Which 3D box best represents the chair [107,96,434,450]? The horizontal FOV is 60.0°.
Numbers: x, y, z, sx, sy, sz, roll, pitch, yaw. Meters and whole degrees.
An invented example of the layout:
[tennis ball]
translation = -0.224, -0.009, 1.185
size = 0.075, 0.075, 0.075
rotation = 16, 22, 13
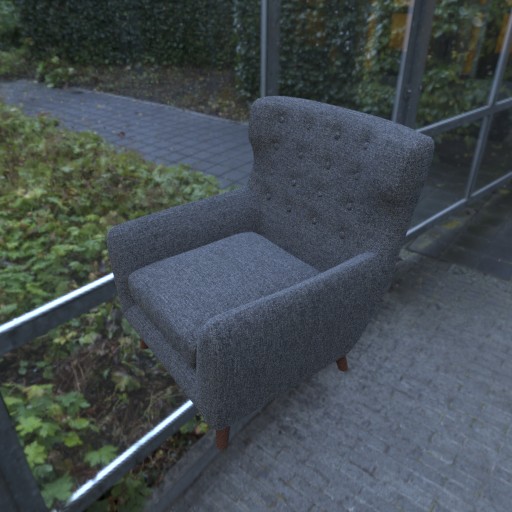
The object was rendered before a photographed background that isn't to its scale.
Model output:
[chair]
translation = 0.000, 0.000, 1.782
size = 0.940, 1.039, 0.889
rotation = -21, 37, -31
